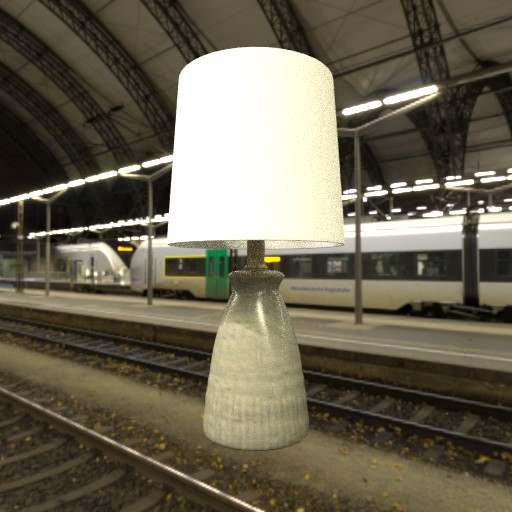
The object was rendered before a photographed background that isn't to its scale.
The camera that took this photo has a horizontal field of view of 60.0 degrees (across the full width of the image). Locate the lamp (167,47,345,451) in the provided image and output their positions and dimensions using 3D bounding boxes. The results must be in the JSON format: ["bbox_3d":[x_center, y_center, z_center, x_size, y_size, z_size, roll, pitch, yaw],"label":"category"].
[{"bbox_3d":[0.000,0.000,0.473,0.186,0.369,0.186,0,-2,0],"label":"lamp"}]
